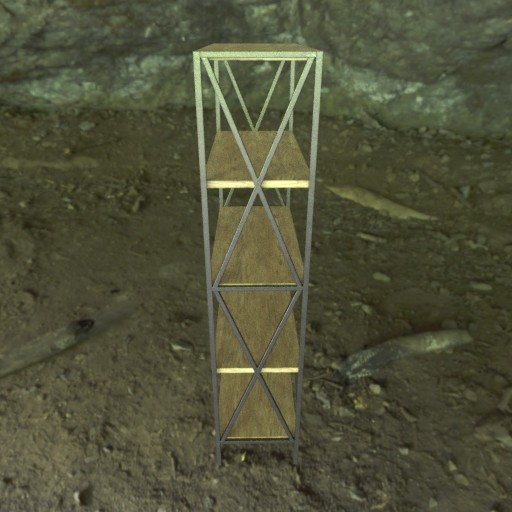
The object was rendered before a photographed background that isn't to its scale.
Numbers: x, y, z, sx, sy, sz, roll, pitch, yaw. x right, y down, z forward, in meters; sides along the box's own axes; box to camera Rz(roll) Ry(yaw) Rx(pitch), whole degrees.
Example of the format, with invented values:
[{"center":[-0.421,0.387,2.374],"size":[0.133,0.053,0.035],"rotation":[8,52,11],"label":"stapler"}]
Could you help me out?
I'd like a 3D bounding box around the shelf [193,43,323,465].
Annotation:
[{"center":[0.000,0.000,2.109],"size":[0.386,1.803,0.874],"rotation":[0,27,-1],"label":"shelf"}]
